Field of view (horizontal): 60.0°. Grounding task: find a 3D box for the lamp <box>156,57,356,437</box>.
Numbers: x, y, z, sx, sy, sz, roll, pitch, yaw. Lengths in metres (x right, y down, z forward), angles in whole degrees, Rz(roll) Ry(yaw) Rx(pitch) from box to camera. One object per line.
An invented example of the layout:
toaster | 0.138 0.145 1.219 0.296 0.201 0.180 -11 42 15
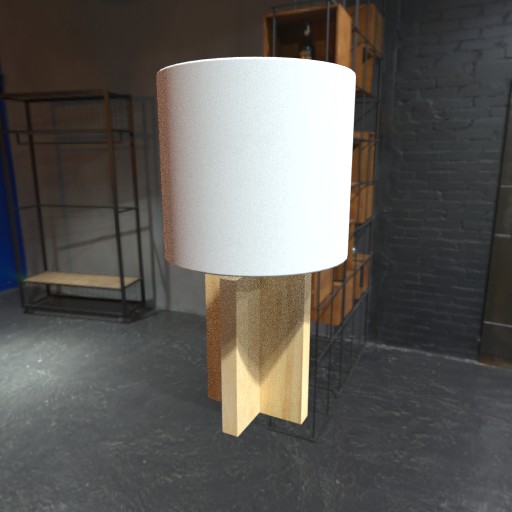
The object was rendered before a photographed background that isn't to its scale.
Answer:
lamp | 0.000 0.000 0.566 0.229 0.428 0.229 7 14 26
